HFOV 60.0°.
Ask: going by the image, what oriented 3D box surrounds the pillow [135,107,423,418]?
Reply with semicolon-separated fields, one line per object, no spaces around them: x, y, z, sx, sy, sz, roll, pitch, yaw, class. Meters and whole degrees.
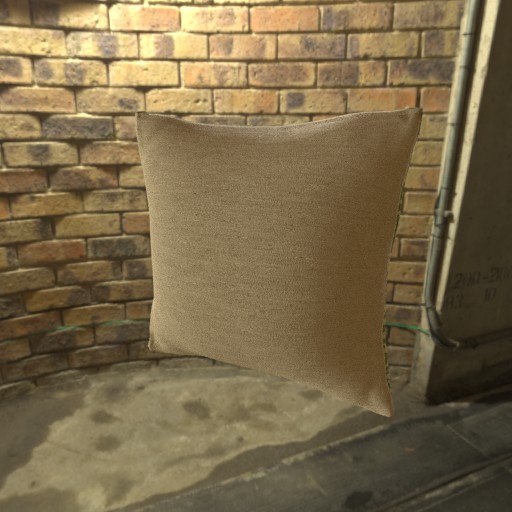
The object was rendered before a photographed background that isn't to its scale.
0.000;0.000;0.666;0.440;0.419;0.162;8;18;26;pillow
